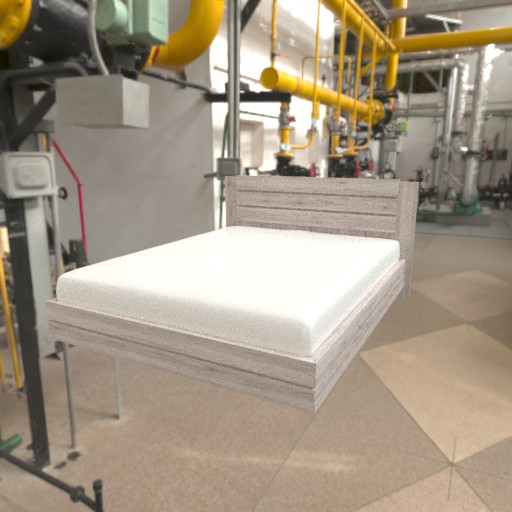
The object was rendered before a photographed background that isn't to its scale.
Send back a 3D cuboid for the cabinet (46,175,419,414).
[{"bbox_3d":[0.000,0.000,3.045,1.750,0.970,2.080,7,15,27],"label":"cabinet"}]
